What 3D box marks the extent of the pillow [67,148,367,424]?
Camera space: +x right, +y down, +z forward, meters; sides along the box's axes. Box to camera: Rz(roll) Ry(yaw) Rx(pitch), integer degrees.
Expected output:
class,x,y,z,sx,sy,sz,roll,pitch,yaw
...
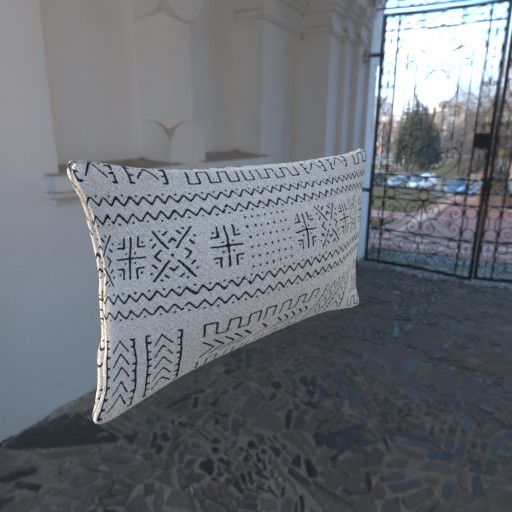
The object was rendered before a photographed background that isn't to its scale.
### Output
class,x,y,z,sx,sy,sz,roll,pitch,yaw
pillow,0.000,0.000,0.773,0.637,0.352,0.188,-15,21,-43
